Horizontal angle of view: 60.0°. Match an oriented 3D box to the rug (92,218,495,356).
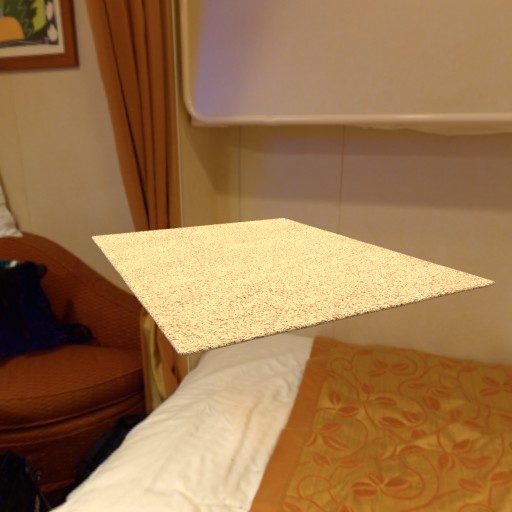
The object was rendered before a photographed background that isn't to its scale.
[{"bbox_3d":[0.000,0.000,4.044,2.438,0.029,3.047,-8,17,-27],"label":"rug"}]
